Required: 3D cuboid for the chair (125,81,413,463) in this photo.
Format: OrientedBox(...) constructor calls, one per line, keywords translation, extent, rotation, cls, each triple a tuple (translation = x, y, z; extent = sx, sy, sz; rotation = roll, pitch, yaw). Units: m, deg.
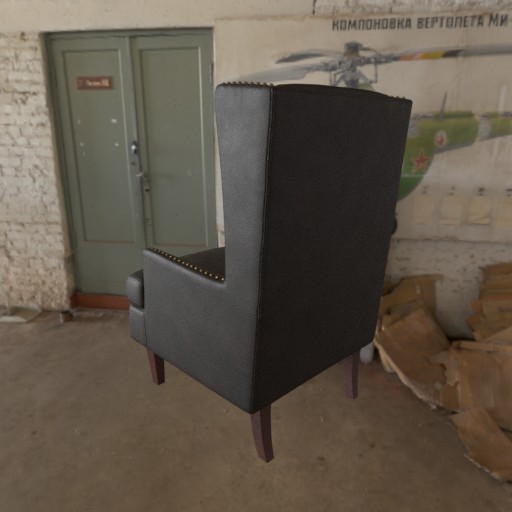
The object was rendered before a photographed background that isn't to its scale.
OrientedBox(translation=(0.000, 0.000, 1.652), extent=(0.703, 1.142, 0.799), rotation=(-15, 22, -43), cls="chair")
